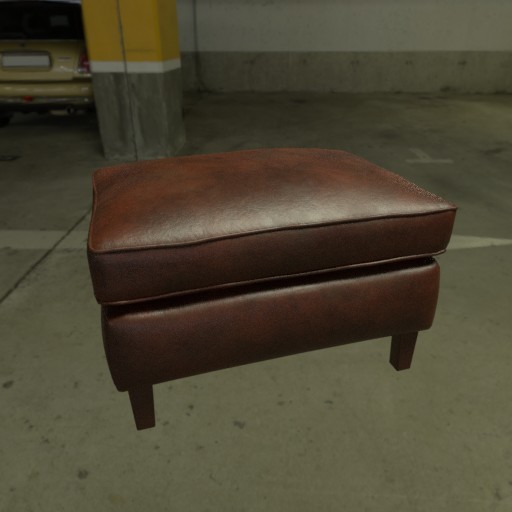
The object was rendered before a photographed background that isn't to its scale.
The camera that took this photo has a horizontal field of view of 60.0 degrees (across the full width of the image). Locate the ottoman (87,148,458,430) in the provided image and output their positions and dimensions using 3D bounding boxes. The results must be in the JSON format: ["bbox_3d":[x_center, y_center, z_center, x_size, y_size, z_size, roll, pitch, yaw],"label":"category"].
[{"bbox_3d":[0.000,0.000,0.991,0.665,0.432,0.501,-8,28,-15],"label":"ottoman"}]
